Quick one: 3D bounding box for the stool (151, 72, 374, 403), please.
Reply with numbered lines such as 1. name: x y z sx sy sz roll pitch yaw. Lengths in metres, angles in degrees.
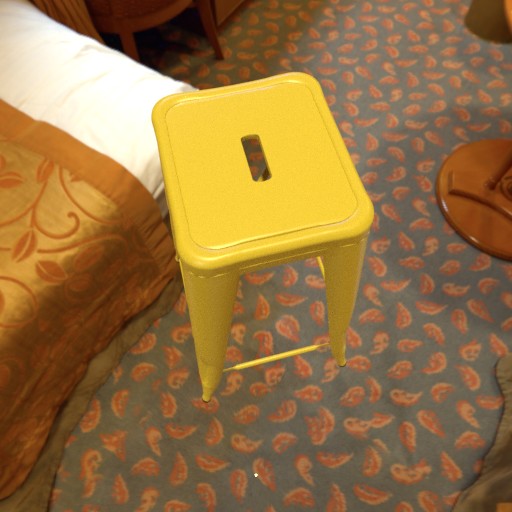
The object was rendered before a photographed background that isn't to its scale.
1. stool: 0.000 0.000 0.871 0.359 0.609 0.399 -13 64 -6
